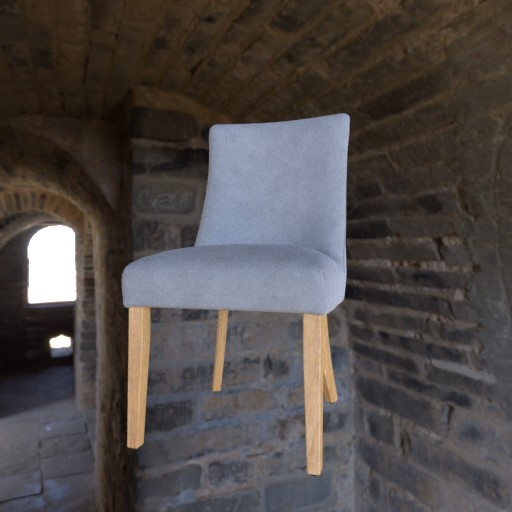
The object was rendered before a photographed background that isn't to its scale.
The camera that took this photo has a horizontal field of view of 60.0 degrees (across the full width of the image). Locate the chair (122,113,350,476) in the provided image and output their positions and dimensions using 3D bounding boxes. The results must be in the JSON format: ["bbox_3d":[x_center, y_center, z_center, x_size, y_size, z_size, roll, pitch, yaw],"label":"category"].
[{"bbox_3d":[0.000,0.000,1.241,0.495,0.902,0.610,0,0,17],"label":"chair"}]
